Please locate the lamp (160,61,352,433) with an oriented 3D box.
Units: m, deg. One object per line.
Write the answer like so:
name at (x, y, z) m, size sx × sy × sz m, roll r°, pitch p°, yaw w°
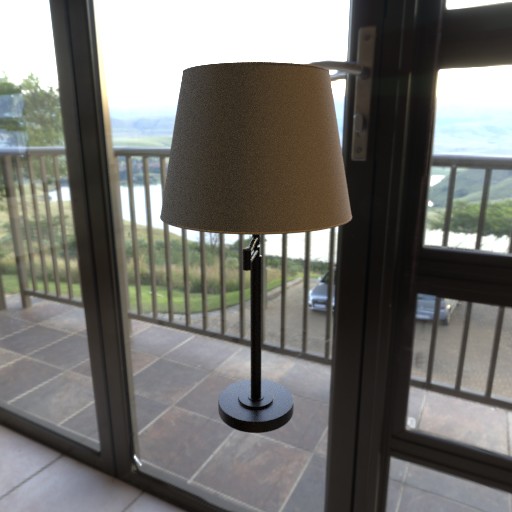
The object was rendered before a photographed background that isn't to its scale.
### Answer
lamp at (0.000, 0.000, 0.879) m, size 0.363 × 0.696 × 0.363 m, roll 0°, pitch 15°, yaw 0°
